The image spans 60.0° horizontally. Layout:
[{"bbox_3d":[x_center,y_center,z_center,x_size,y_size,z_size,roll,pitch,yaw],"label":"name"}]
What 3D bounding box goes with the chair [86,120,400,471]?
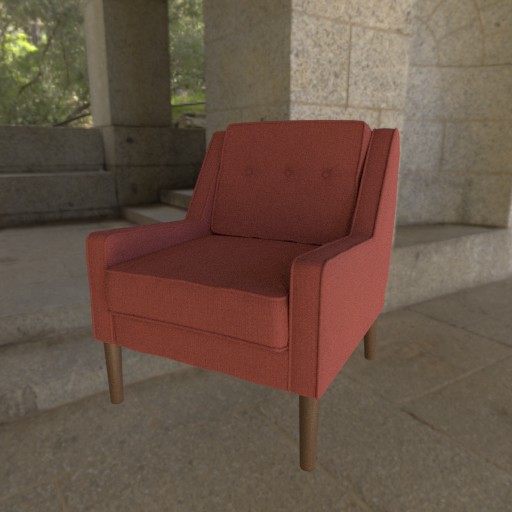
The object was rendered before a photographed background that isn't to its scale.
[{"bbox_3d":[0.000,0.000,1.346,0.680,0.812,0.770,7,16,26],"label":"chair"}]
